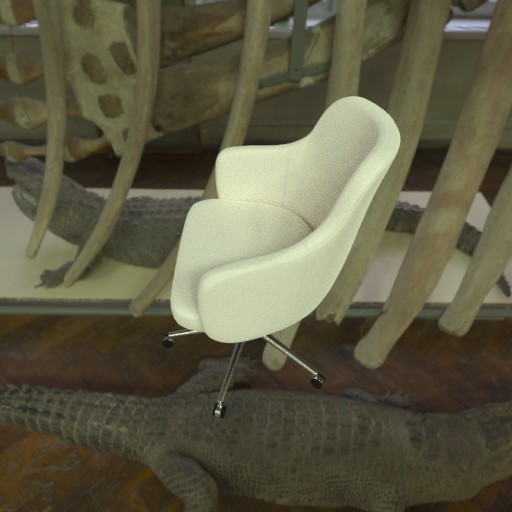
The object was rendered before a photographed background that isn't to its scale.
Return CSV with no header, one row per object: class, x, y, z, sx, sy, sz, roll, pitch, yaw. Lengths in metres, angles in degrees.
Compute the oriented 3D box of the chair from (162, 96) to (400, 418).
chair,0.000,0.000,1.283,0.647,0.819,0.602,0,41,0
